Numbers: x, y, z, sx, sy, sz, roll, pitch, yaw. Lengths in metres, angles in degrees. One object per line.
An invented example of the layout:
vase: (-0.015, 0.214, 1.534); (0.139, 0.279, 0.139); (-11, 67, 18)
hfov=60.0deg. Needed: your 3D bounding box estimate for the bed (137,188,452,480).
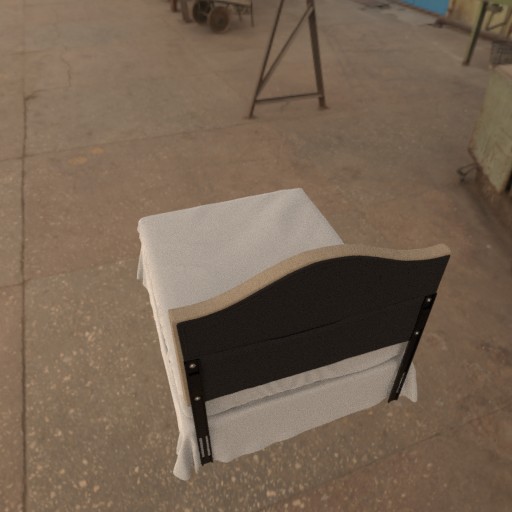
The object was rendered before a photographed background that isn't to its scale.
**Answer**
bed: (0.000, 0.000, 3.408); (1.876, 1.645, 2.221); (-13, 42, -14)
